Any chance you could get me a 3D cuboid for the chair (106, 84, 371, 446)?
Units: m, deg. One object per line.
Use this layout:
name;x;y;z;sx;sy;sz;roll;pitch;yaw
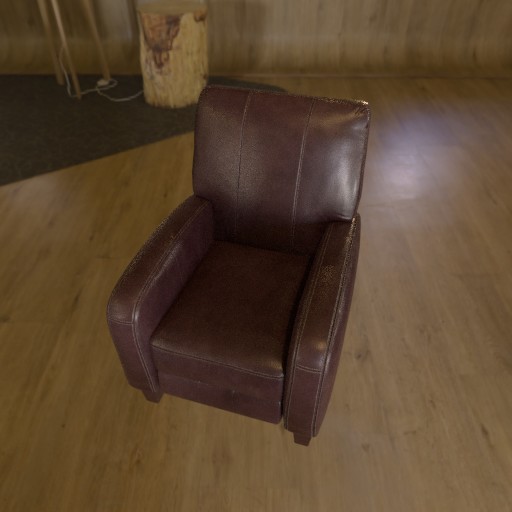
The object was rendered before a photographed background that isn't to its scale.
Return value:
chair;0.000;0.000;1.691;0.762;0.990;0.990;11;43;12
